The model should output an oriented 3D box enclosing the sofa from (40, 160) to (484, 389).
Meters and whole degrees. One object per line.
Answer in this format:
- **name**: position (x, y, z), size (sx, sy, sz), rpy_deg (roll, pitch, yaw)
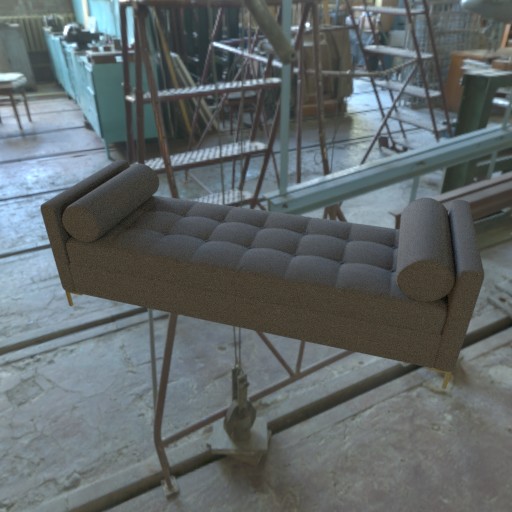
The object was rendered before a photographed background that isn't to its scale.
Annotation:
- **sofa**: position (0.000, 0.000, 2.307), size (1.981, 0.635, 0.686), rpy_deg (9, 33, 15)
